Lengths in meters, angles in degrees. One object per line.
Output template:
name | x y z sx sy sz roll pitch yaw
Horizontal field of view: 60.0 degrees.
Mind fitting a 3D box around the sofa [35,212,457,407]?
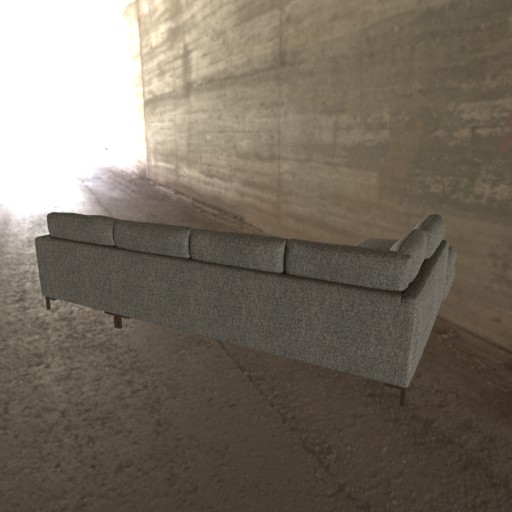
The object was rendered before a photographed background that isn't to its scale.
sofa | 0.000 0.000 3.456 2.737 0.756 1.879 8 17 28
